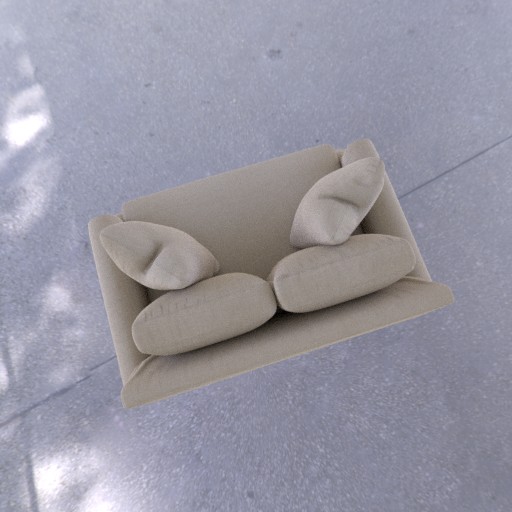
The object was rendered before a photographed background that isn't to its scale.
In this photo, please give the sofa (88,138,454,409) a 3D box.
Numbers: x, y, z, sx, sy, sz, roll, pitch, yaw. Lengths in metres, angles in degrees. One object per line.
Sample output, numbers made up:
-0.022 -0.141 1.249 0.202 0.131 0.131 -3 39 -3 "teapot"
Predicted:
0.000 0.000 2.261 1.550 0.905 1.070 -17 77 -4 "sofa"
